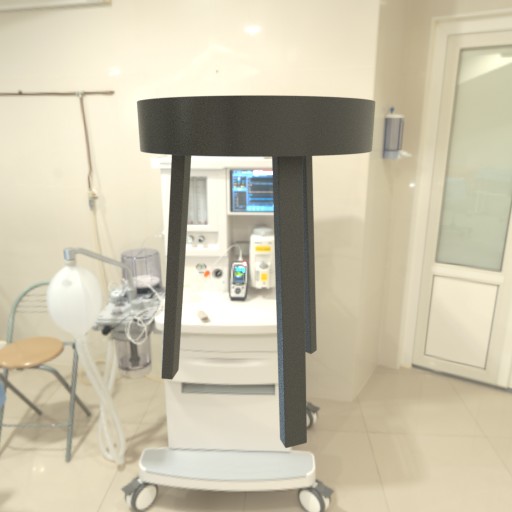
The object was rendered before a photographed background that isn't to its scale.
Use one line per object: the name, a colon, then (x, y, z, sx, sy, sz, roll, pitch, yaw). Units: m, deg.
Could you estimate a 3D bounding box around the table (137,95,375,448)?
table: (0.000, 0.000, 0.857, 0.406, 0.559, 0.406, 0, 16, 0)
